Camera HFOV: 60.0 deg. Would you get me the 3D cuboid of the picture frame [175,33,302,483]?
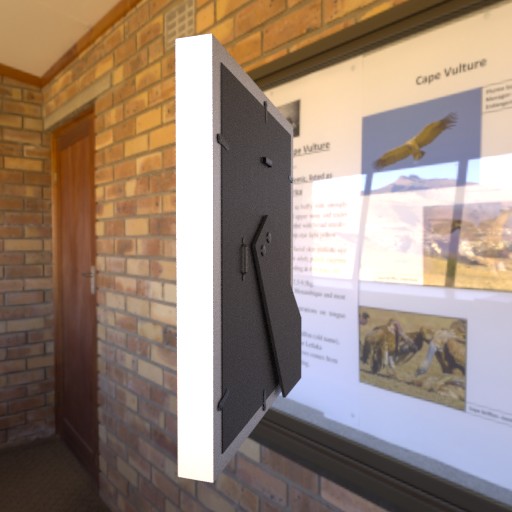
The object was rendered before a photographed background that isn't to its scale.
[{"bbox_3d":[0.000,0.000,0.391,0.036,0.282,0.233,1,2,17],"label":"picture frame"}]
